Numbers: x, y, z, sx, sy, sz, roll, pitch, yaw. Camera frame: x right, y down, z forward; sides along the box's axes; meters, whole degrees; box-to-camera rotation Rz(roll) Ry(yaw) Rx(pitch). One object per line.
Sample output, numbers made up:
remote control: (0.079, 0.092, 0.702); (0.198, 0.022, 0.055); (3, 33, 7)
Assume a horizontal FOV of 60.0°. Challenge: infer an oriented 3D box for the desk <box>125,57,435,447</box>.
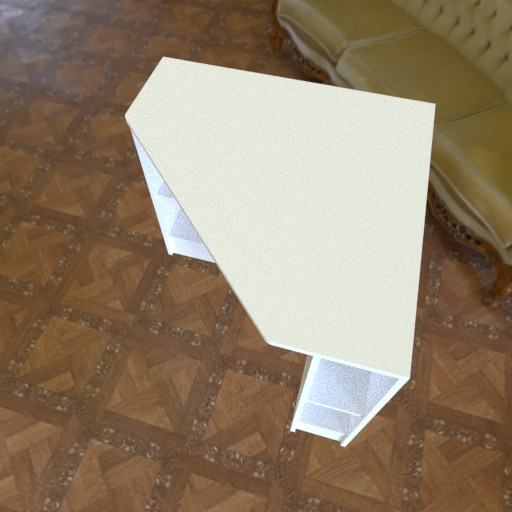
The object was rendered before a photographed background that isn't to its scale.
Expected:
desk: (0.000, 0.000, 1.597); (0.940, 0.818, 0.926); (13, 58, 8)
